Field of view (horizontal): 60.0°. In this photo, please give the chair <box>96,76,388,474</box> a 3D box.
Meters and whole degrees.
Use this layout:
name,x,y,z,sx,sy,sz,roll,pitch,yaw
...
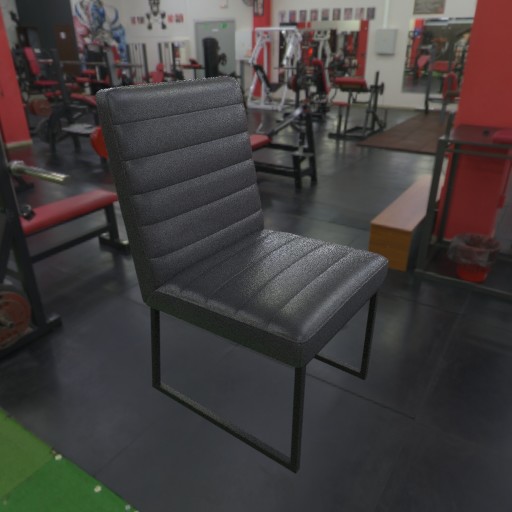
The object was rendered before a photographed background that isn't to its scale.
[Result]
name,x,y,z,sx,sy,sz,roll,pitch,yaw
chair,0.000,0.000,1.293,0.634,0.930,0.520,18,31,32
